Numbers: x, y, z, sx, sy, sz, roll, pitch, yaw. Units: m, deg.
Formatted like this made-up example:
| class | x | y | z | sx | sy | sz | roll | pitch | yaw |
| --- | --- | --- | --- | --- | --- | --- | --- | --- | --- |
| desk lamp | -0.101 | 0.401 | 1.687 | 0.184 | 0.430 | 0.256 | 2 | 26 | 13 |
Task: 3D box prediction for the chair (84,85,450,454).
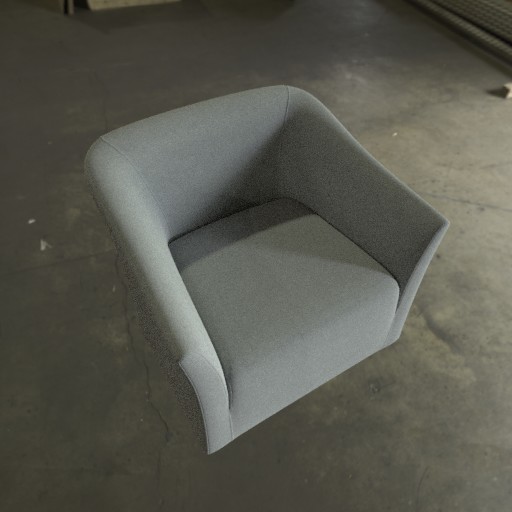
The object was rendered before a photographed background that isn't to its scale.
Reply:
| class | x | y | z | sx | sy | sz | roll | pitch | yaw |
| --- | --- | --- | --- | --- | --- | --- | --- | --- | --- |
| chair | 0.000 | 0.000 | 1.367 | 0.790 | 0.720 | 0.700 | -24 | 50 | -22 |
